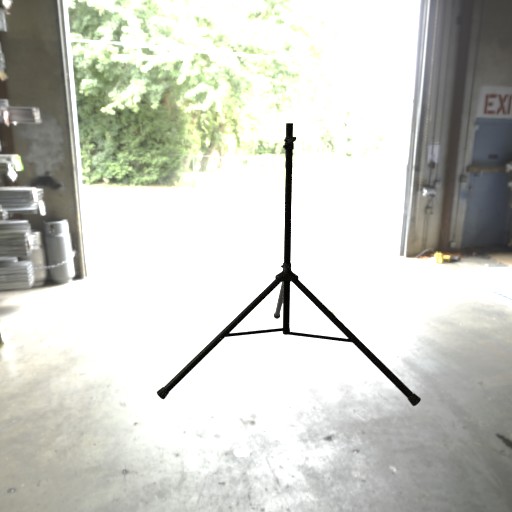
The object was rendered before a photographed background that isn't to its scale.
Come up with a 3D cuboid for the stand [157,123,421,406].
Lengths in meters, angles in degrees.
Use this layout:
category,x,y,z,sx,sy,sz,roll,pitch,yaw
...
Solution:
category,x,y,z,sx,sy,sz,roll,pitch,yaw
stand,0.000,0.000,2.752,1.339,1.595,1.596,-7,15,-27
